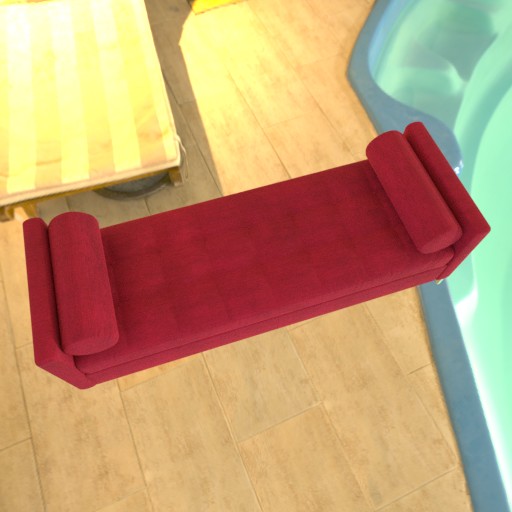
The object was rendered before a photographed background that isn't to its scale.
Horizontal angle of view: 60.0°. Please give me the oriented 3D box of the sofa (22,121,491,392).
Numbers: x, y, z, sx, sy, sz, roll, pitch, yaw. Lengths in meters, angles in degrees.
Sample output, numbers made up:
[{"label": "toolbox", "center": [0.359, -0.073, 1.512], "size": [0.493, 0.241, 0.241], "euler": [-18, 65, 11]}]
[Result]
[{"label": "sofa", "center": [0.000, 0.000, 2.229], "size": [1.981, 0.635, 0.686], "euler": [-16, 64, -8]}]
